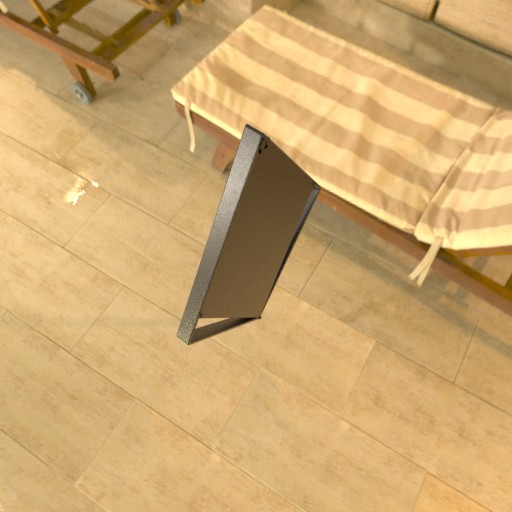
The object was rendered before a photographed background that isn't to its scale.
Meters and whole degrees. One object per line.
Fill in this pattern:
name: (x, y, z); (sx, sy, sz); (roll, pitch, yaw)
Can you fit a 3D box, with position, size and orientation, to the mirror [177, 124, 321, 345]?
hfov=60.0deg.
mirror: (0.000, 0.000, 0.847); (0.032, 0.679, 0.419); (34, 68, 16)
